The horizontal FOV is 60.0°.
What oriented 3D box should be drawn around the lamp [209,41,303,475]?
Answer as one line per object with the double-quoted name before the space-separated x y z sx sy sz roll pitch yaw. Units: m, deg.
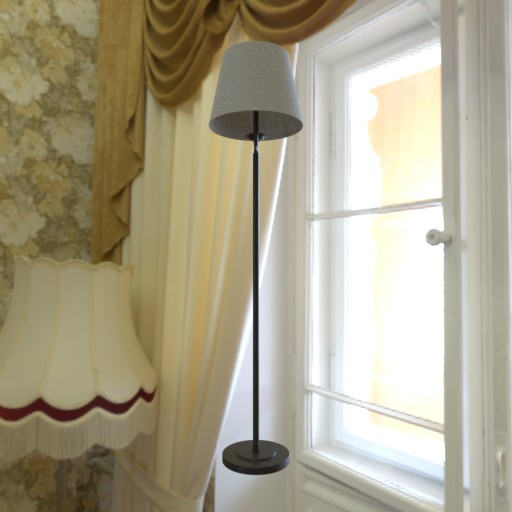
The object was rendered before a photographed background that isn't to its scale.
"lamp" 0.000 0.000 1.625 0.348 1.473 0.348 0 -2 0
